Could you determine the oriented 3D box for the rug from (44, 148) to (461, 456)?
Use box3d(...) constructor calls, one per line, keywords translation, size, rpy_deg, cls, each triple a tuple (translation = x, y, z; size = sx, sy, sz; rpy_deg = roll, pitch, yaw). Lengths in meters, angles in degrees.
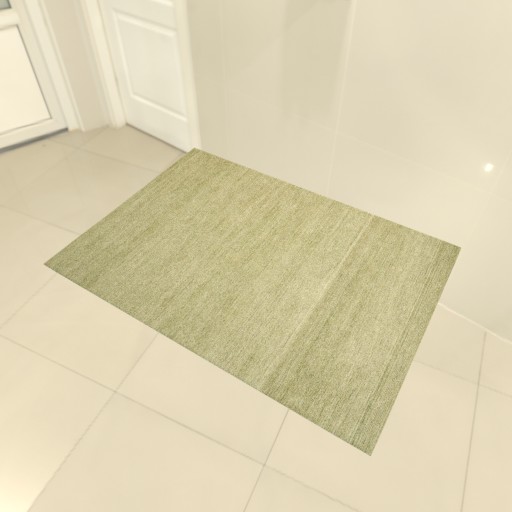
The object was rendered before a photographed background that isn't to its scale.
box3d(translation=(0.000, 0.000, 2.941), size=(2.270, 0.017, 1.606), rpy_deg=(25, 51, 21), cls="rug")
